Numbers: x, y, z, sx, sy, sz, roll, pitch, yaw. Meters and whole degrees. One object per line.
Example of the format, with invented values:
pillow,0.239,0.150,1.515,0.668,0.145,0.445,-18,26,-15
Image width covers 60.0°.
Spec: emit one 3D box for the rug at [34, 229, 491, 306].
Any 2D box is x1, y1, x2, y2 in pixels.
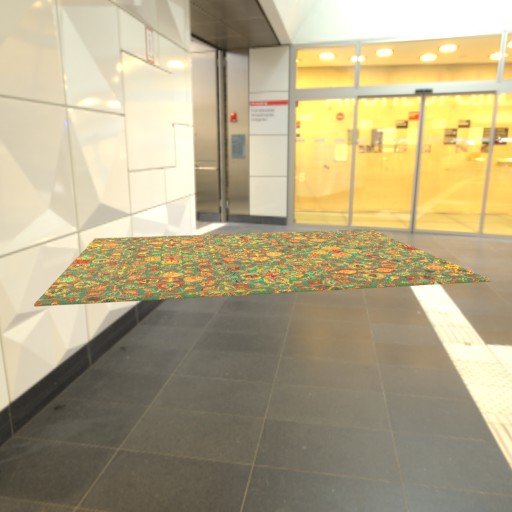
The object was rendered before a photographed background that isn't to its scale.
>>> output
rug,0.000,0.000,2.906,2.290,0.016,1.527,-2,14,-9
